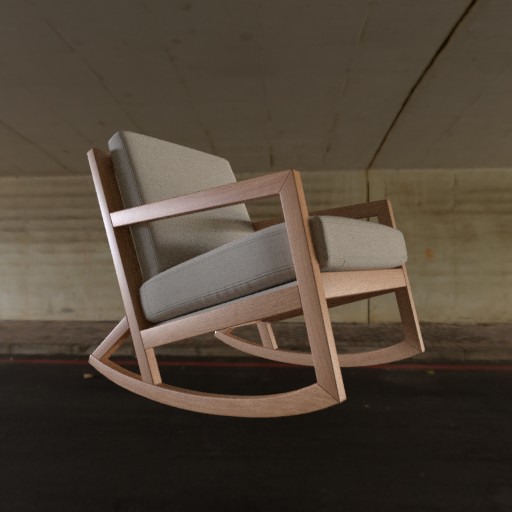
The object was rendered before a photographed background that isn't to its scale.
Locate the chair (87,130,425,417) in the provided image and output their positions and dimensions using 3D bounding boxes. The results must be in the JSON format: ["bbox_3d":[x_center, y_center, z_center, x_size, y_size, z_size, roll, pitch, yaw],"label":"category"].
[{"bbox_3d":[0.000,0.000,1.387,0.857,0.790,0.622,0,-1,36],"label":"chair"}]
